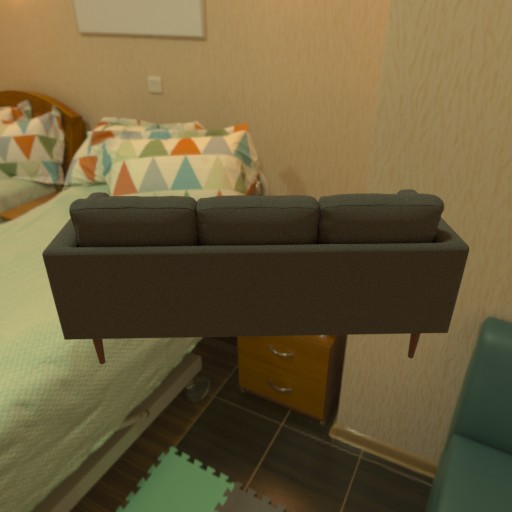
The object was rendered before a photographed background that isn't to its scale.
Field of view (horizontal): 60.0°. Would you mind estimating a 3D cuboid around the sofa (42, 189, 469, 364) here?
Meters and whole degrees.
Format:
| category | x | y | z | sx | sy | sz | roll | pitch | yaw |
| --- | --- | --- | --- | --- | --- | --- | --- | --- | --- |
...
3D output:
| category | x | y | z | sx | sy | sz | roll | pitch | yaw |
| --- | --- | --- | --- | --- | --- | --- | --- | --- | --- |
| sofa | 0.000 | 0.000 | 2.539 | 2.029 | 0.912 | 0.802 | -1 | 29 | -1 |
